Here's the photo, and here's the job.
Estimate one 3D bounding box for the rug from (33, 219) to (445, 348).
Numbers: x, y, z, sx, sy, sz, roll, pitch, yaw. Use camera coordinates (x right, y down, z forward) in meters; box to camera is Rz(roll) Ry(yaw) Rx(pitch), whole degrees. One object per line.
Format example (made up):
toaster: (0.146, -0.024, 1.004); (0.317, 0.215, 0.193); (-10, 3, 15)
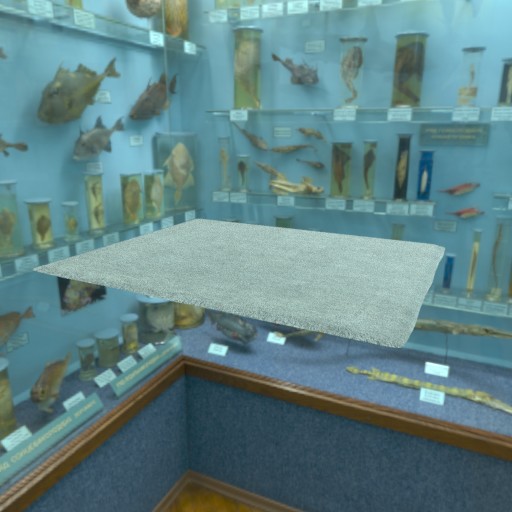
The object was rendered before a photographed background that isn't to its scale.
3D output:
rug: (0.000, 0.000, 3.920); (2.933, 0.027, 2.332); (8, 18, 26)
